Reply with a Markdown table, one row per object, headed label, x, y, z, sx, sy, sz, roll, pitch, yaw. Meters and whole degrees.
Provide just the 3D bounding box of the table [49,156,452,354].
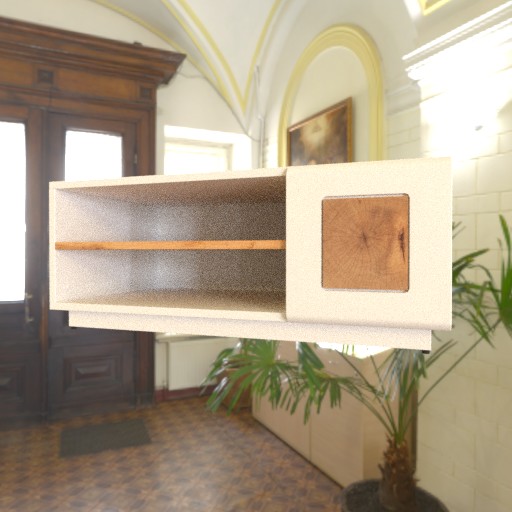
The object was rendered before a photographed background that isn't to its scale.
| label | x | y | z | sx | sy | sz | roll | pitch | yaw |
| --- | --- | --- | --- | --- | --- | --- | --- | --- | --- |
| table | 0.000 | 0.000 | 1.418 | 1.097 | 0.442 | 0.639 | 0 | 1 | 19 |
